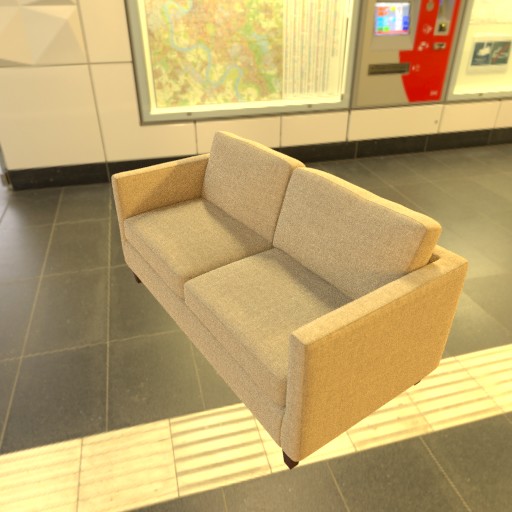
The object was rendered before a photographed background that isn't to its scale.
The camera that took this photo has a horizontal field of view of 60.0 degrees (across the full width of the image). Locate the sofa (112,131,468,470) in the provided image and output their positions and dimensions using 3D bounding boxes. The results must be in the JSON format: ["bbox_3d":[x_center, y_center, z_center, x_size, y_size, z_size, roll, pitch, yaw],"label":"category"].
[{"bbox_3d":[0.000,0.000,2.443,0.950,0.963,1.884,-20,37,-29],"label":"sofa"}]
